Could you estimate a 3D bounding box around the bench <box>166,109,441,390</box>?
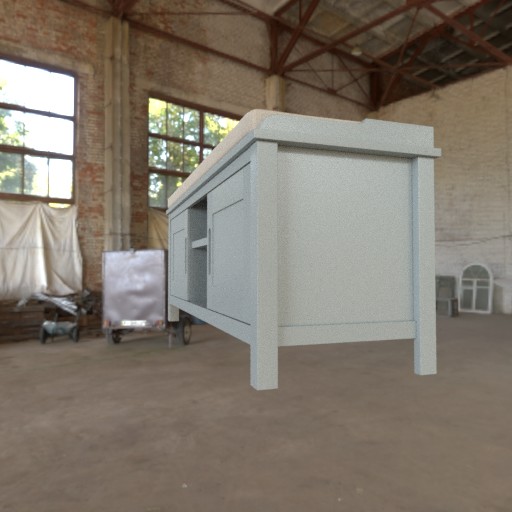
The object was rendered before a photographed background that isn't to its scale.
[{"bbox_3d":[0.000,0.000,1.362,0.398,0.501,1.140,1,-2,-19],"label":"bench"}]
